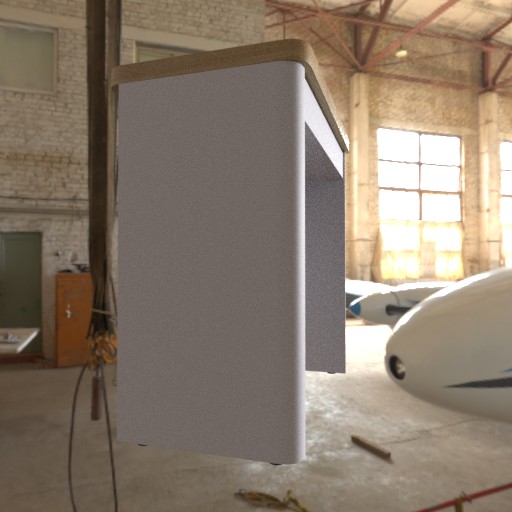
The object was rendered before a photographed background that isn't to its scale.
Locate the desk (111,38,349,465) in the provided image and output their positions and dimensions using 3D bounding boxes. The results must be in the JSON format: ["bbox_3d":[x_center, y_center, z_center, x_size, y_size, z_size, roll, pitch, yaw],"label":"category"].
[{"bbox_3d":[0.000,0.000,1.230,0.440,0.790,0.760,0,-1,18],"label":"desk"}]
